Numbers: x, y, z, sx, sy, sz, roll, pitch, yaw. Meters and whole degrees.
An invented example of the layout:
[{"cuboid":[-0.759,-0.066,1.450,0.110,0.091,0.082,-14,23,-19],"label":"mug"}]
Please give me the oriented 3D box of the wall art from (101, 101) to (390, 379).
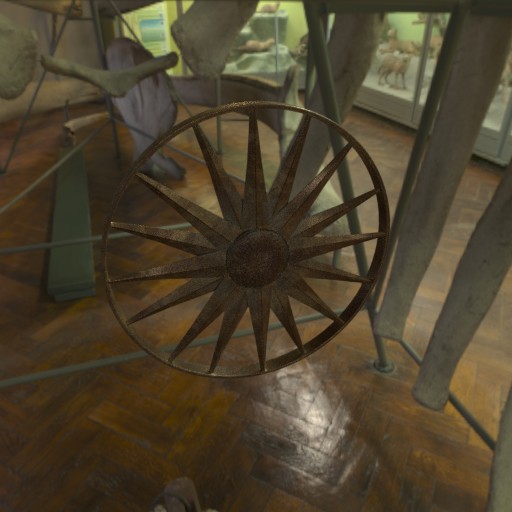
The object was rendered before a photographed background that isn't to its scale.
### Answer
[{"cuboid":[0.000,0.000,0.881,0.582,0.583,0.084,-9,32,-14],"label":"wall art"}]
